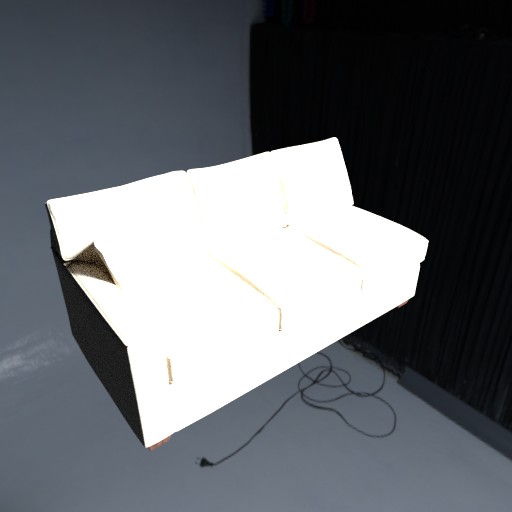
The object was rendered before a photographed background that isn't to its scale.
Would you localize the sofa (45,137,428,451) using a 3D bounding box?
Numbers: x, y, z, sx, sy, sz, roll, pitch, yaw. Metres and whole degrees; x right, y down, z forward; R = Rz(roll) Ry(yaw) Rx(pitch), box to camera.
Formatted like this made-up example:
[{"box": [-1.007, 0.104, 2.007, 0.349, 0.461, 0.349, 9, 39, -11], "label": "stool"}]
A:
[{"box": [0.000, 0.000, 2.563, 1.962, 0.946, 1.034, -21, 35, -32], "label": "sofa"}]
